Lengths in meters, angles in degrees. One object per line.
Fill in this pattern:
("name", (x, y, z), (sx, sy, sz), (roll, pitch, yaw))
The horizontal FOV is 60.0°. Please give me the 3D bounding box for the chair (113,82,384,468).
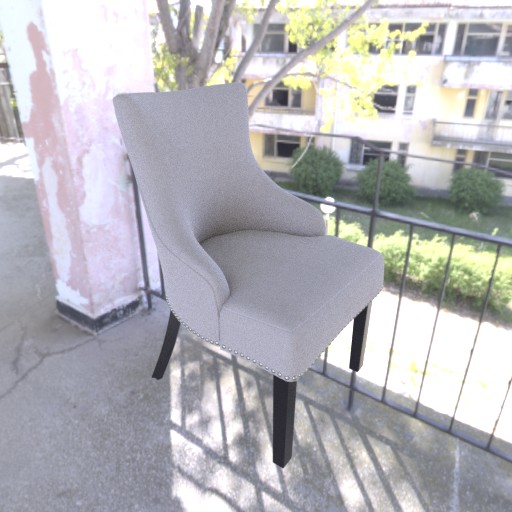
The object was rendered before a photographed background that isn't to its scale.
("chair", (0.000, 0.000, 1.306), (0.629, 0.909, 0.566), (17, 31, 32))
